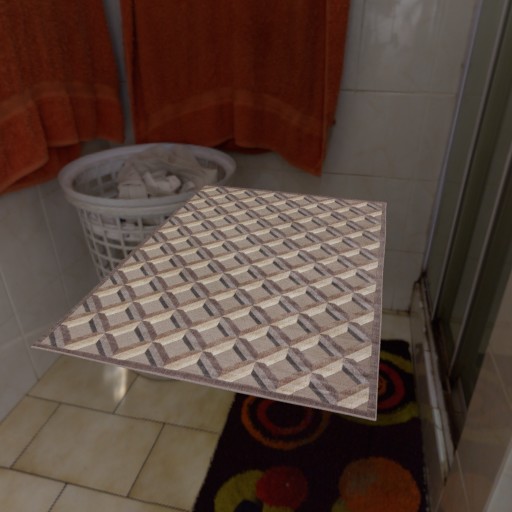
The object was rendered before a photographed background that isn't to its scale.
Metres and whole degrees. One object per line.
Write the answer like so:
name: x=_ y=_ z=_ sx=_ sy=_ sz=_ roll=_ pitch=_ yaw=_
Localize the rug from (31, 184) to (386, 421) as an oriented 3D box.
rug: x=0.000 y=0.000 z=2.861 sx=1.600 sy=0.013 sz=2.260 roll=8 pitch=31 yaw=13
